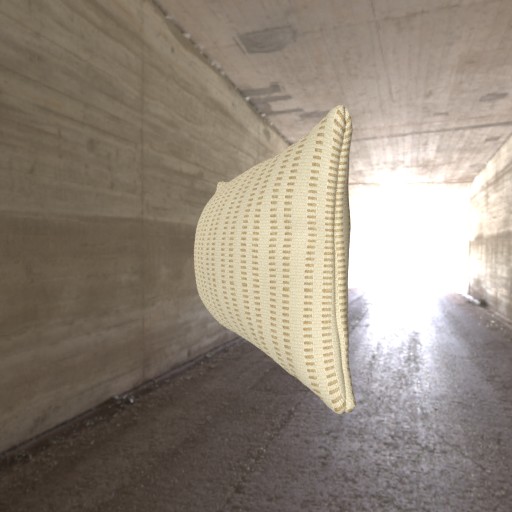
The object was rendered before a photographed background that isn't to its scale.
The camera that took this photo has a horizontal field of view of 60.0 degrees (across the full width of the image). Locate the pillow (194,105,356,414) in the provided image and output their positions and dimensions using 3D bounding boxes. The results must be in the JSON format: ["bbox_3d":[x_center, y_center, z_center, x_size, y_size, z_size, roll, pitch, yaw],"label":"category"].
[{"bbox_3d":[0.000,0.000,0.798,0.210,0.353,0.640,0,1,-17],"label":"pillow"}]
